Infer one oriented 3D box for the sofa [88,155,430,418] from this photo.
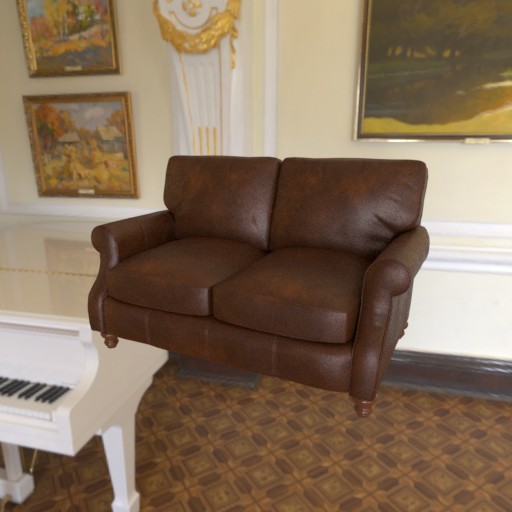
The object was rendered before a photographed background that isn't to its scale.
[{"bbox_3d":[0.000,0.000,2.272,1.616,0.976,0.990,7,16,26],"label":"sofa"}]
